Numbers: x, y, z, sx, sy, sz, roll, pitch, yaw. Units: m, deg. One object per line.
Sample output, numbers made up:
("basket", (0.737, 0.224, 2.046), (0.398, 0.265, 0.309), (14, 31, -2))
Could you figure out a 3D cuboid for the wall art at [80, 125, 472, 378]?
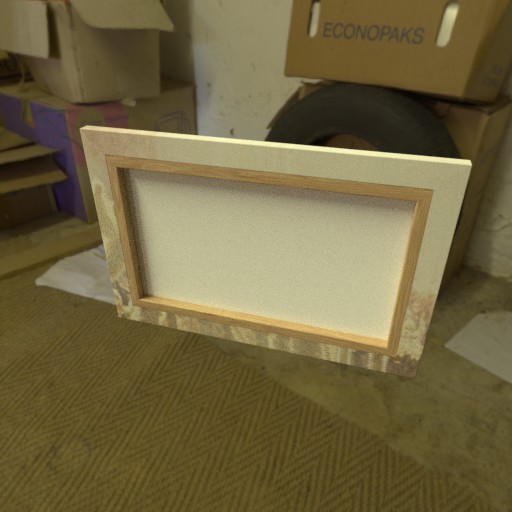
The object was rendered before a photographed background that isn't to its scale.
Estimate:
("wall art", (0.000, 0.000, 1.462), (1.142, 0.758, 0.041), (9, 33, 14))
